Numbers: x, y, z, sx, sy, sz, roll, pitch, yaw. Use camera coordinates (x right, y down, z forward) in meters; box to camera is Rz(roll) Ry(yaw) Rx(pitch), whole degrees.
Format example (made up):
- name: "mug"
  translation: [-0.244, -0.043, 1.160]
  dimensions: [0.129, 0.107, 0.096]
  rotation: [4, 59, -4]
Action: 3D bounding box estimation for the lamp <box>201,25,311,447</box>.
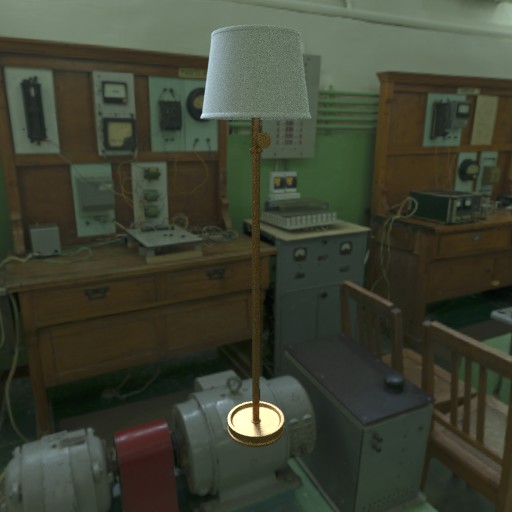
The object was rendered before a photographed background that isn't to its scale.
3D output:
- name: "lamp"
  translation: [0.000, 0.000, 0.782]
  dimensions: [0.178, 0.710, 0.178]
  rotation: [0, 16, 0]
